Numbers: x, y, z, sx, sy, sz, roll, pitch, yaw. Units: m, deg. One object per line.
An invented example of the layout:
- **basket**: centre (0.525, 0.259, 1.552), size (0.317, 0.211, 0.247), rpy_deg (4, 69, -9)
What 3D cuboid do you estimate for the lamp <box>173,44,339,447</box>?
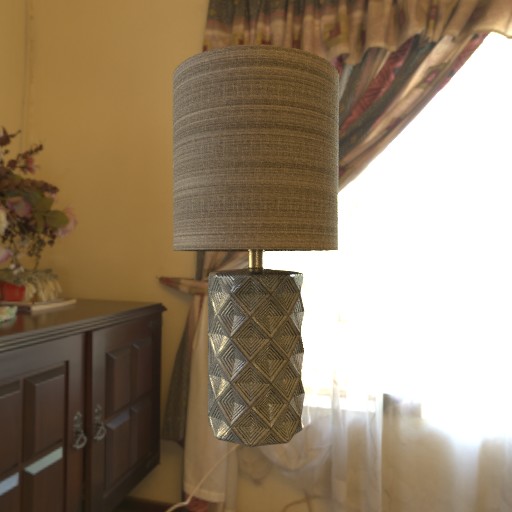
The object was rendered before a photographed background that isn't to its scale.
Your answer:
- **lamp**: centre (0.000, 0.000, 0.727), size (0.269, 0.566, 0.268), rpy_deg (0, 0, 0)
